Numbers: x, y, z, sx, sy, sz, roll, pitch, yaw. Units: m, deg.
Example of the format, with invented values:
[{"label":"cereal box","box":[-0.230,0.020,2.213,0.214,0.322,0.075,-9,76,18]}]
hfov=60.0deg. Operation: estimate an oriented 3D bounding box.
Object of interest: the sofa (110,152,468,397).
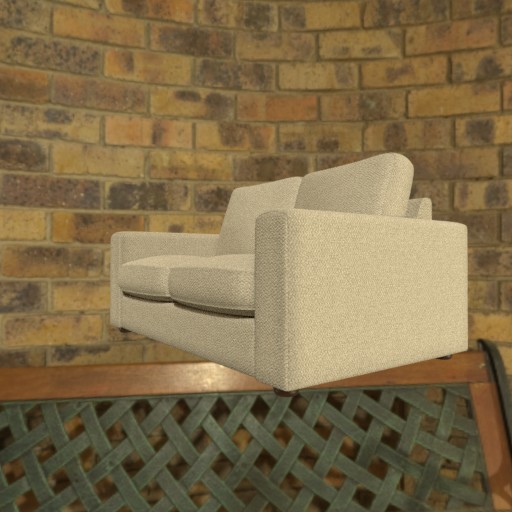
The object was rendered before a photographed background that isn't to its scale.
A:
[{"label":"sofa","box":[0.000,0.000,2.194,1.016,0.873,1.616,0,0,-36]}]
